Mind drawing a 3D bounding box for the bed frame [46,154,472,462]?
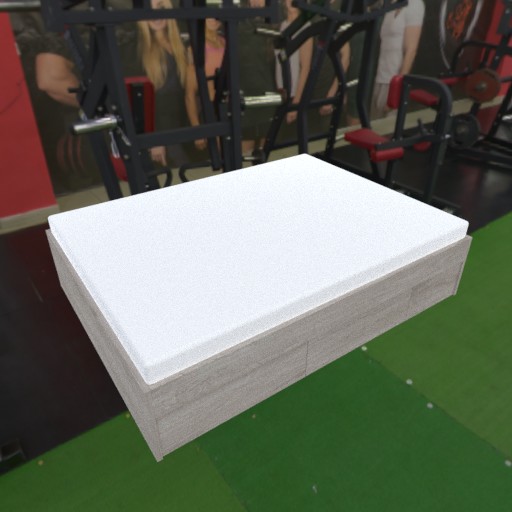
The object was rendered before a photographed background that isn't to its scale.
[{"bbox_3d":[0.000,0.000,2.593,1.944,0.490,1.448,-20,37,-29],"label":"bed frame"}]
